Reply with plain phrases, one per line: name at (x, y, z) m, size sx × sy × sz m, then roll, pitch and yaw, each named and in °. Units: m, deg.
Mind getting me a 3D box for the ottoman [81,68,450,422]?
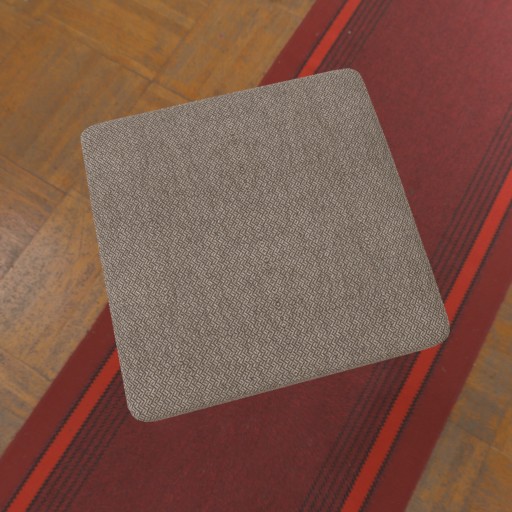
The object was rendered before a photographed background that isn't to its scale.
ottoman at (0.000, 0.000, 0.907) m, size 0.519 × 0.453 × 0.512 m, roll -14°, pitch 76°, yaw -3°
